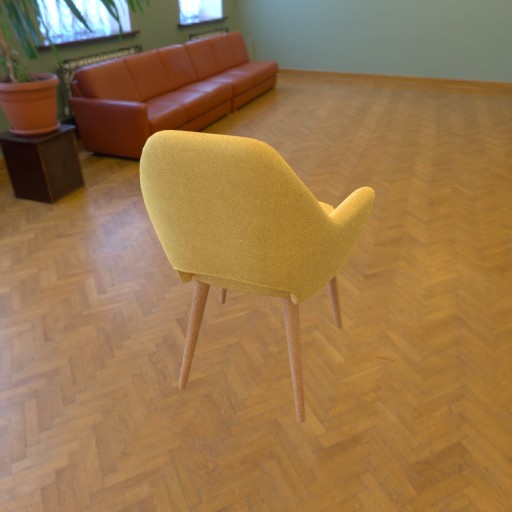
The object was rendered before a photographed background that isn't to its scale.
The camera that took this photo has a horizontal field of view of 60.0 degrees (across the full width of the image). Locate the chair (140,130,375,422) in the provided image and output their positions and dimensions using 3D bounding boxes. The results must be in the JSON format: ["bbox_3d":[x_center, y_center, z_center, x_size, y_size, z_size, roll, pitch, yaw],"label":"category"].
[{"bbox_3d":[0.000,0.000,1.244,0.590,0.840,0.610,10,33,16],"label":"chair"}]
